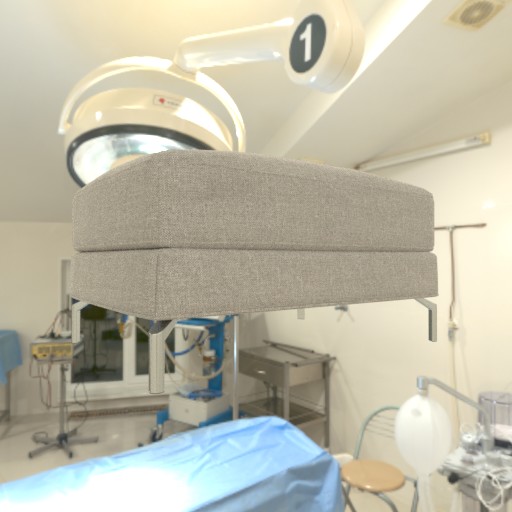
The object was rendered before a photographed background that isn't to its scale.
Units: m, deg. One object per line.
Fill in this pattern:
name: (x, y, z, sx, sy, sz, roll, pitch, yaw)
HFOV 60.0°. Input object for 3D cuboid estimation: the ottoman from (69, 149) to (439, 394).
ottoman: (0.000, 0.000, 1.183, 0.838, 0.457, 0.584, 0, 0, -35)
